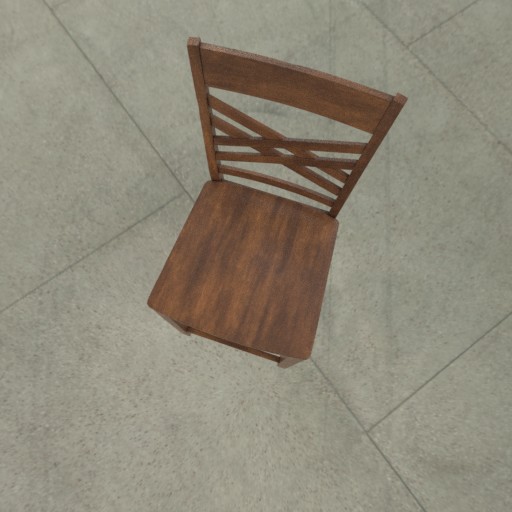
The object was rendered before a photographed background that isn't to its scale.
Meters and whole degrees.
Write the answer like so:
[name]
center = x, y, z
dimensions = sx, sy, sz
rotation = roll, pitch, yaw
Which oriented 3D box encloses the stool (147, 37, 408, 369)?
[stool]
center = 0.000, 0.000, 1.338
dimensions = 0.462, 1.079, 0.539
rotation = 18, 75, 5
